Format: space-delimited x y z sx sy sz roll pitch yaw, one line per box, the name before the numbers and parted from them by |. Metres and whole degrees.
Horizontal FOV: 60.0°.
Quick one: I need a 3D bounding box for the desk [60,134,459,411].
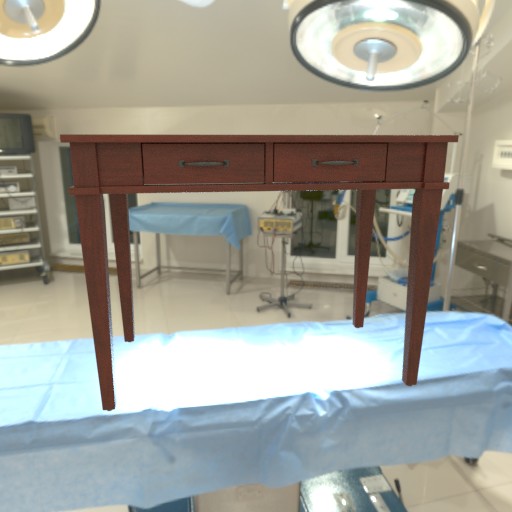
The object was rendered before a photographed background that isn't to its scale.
desk | 0.000 0.000 1.456 1.001 0.762 0.549 -2 15 -8
